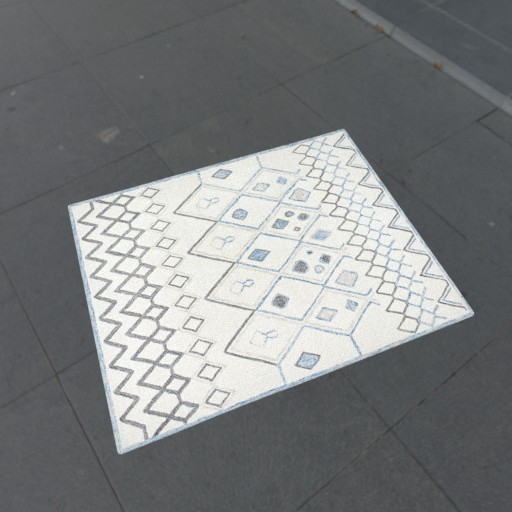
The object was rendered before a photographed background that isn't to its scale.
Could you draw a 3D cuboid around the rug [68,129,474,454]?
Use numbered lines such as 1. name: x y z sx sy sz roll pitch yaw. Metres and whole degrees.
1. rug: 0.000 0.000 4.077 3.056 0.013 2.441 -18 60 -11
